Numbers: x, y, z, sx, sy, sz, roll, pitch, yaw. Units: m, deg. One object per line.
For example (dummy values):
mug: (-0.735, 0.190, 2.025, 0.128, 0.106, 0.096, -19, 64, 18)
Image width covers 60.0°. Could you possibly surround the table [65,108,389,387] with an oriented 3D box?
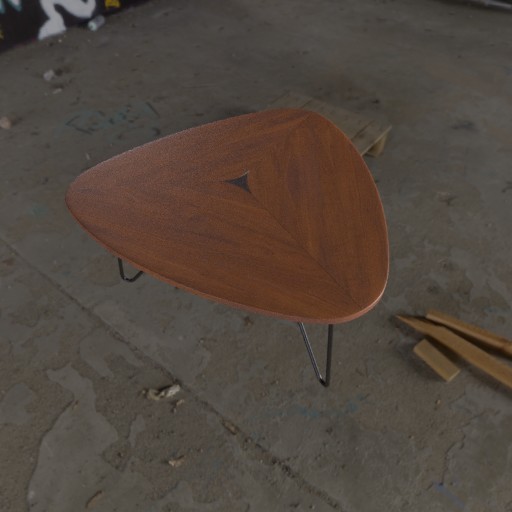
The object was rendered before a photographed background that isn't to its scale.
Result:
table: (0.000, 0.000, 1.287, 0.833, 0.413, 0.821, -24, 51, -22)
